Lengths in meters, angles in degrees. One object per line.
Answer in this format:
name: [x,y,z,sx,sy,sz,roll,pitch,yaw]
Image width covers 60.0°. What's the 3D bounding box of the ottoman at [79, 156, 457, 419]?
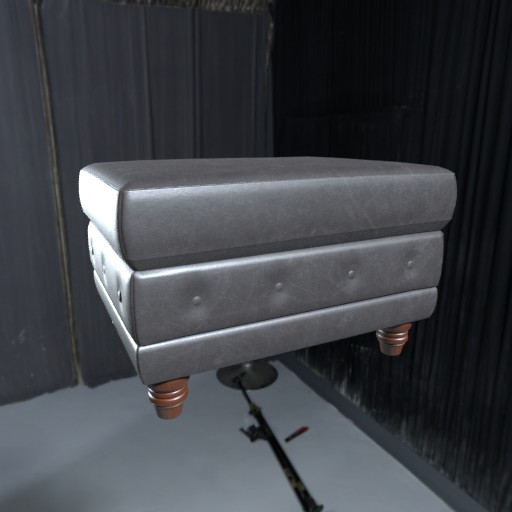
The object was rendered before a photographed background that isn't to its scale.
ottoman: [0.000,0.000,1.172,0.795,0.498,0.590,-7,17,-26]
